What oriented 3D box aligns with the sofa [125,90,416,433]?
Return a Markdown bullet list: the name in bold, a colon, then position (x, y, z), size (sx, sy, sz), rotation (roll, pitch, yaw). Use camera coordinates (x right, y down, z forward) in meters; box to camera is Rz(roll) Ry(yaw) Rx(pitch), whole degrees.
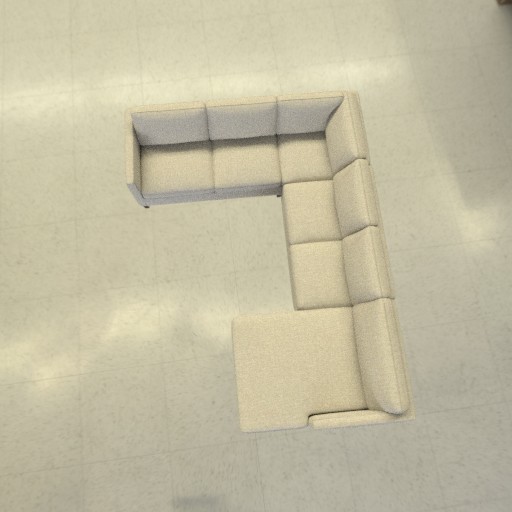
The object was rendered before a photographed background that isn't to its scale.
- **sofa**: position (0.000, 0.000, 4.524), size (2.551, 0.889, 3.403), rotation (-5, 74, -1)
